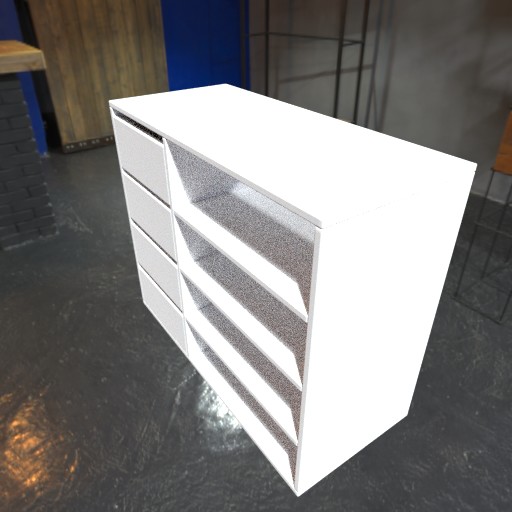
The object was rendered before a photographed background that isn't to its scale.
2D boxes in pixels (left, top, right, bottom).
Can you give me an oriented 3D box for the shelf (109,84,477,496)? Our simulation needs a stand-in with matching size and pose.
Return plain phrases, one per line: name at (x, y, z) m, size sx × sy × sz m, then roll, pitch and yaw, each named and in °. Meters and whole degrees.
shelf at (0.000, 0.000, 1.248) m, size 0.396 × 0.732 × 0.895 m, roll -21°, pitch 38°, yaw -29°
